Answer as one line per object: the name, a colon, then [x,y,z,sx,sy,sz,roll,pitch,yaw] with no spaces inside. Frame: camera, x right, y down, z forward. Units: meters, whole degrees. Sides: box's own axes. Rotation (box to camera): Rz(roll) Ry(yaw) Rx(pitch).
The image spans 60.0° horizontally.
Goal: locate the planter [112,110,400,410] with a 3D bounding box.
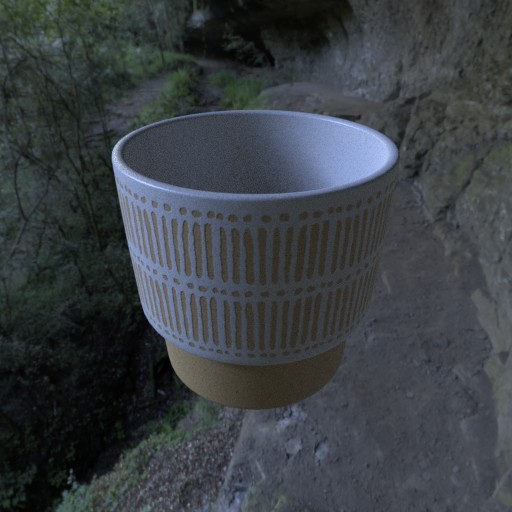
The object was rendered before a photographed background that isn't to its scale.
planter: [0.000,0.000,0.581,0.317,0.303,0.317,0,31,0]
